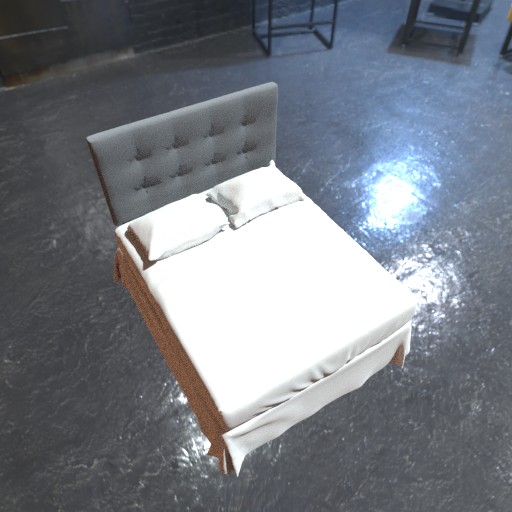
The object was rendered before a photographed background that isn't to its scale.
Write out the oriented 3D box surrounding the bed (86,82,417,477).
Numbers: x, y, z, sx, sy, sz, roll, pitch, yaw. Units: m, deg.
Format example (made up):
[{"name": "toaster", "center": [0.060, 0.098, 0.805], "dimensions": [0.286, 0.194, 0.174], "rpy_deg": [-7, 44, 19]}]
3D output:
[{"name": "bed", "center": [0.000, 0.000, 3.461], "dimensions": [1.936, 1.577, 2.222], "rpy_deg": [-25, 52, -21]}]
